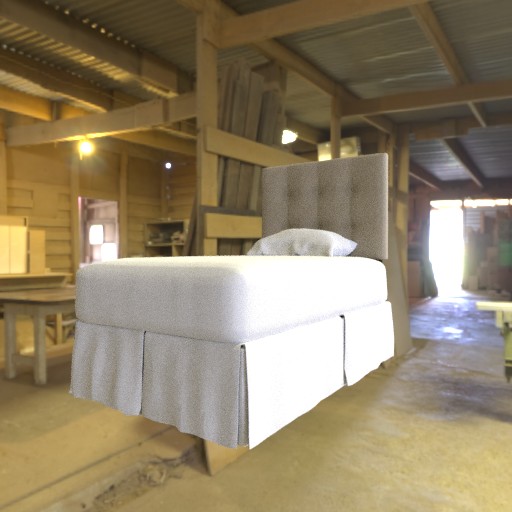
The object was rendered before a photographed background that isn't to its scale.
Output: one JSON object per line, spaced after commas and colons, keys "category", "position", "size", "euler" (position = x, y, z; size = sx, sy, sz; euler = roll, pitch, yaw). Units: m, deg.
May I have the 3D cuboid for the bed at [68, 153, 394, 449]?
{"category": "bed", "position": [0.000, 0.000, 2.932], "size": [1.261, 1.571, 1.997], "euler": [0, 1, 34]}
